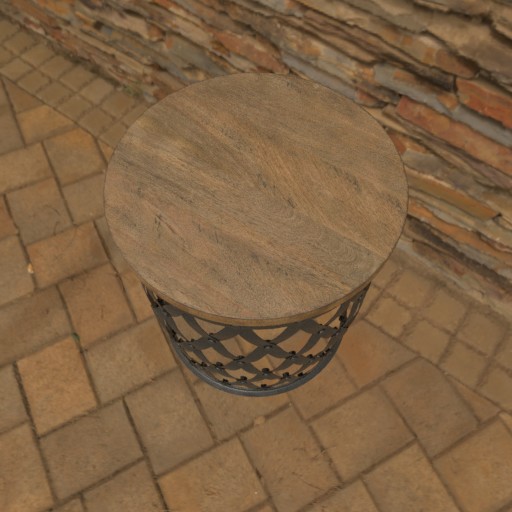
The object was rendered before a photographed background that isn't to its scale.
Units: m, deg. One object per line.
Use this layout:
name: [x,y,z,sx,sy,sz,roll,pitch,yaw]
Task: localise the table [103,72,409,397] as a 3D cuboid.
table: [0.000,0.000,0.792,0.405,0.454,0.405,0,62,0]
